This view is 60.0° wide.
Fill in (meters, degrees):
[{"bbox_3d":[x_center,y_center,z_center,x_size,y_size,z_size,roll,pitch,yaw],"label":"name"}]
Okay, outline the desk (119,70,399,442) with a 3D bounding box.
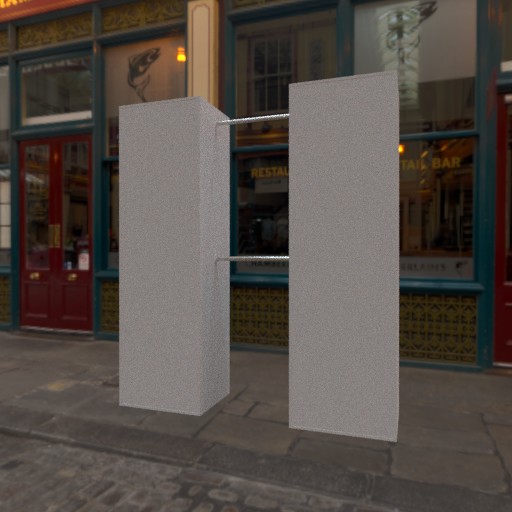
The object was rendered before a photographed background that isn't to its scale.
[{"bbox_3d":[0.000,0.000,2.900,1.770,2.000,0.480,0,0,19],"label":"desk"}]
